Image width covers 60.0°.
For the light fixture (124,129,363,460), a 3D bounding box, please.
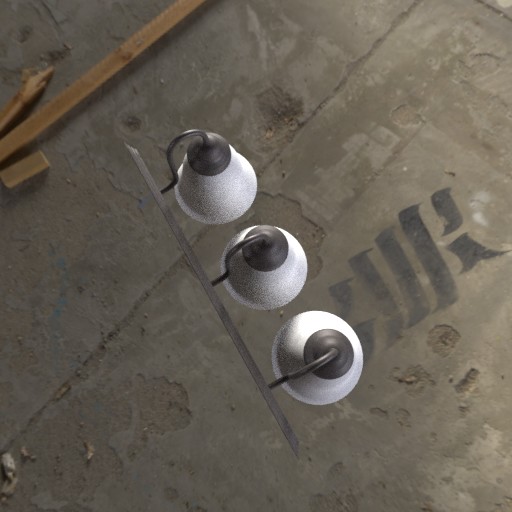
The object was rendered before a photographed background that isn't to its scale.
[{"bbox_3d":[0.000,0.000,0.731,0.199,0.222,0.610,-29,77,-7],"label":"light fixture"}]
